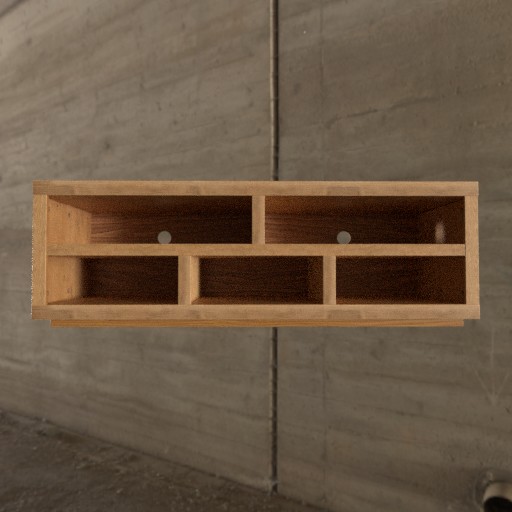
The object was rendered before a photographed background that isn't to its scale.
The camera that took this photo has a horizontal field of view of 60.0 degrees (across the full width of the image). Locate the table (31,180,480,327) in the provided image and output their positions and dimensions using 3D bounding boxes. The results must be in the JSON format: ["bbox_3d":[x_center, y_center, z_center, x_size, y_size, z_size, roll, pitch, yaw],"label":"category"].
[{"bbox_3d":[0.000,0.000,1.734,1.499,0.491,0.499,0,-2,-1],"label":"table"}]
